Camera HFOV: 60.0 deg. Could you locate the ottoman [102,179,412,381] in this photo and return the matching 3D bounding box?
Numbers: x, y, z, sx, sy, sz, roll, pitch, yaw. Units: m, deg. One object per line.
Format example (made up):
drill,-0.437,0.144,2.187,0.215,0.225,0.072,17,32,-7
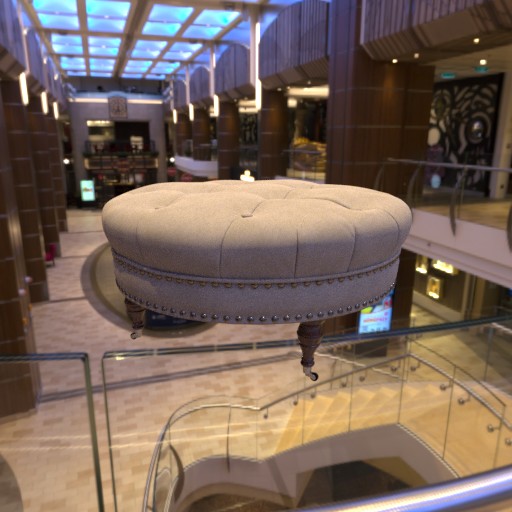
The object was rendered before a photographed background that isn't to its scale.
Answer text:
ottoman,0.000,0.000,1.390,0.901,0.439,0.901,0,15,0
